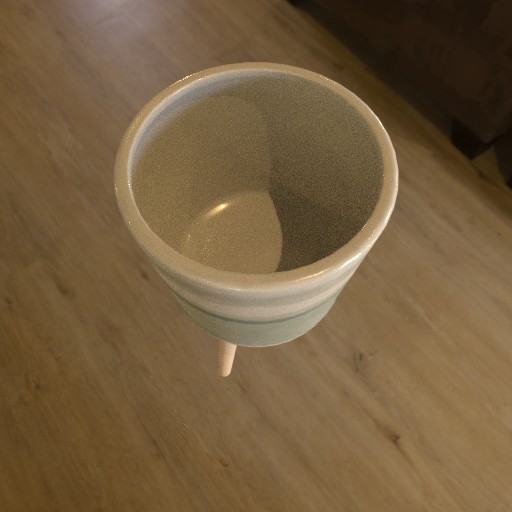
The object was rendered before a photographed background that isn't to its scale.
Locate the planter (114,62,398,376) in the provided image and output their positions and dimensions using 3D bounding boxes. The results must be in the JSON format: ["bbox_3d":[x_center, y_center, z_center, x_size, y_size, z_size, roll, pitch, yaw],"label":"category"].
[{"bbox_3d":[0.000,0.000,0.592,0.265,0.404,0.265,-19,65,-10],"label":"planter"}]
